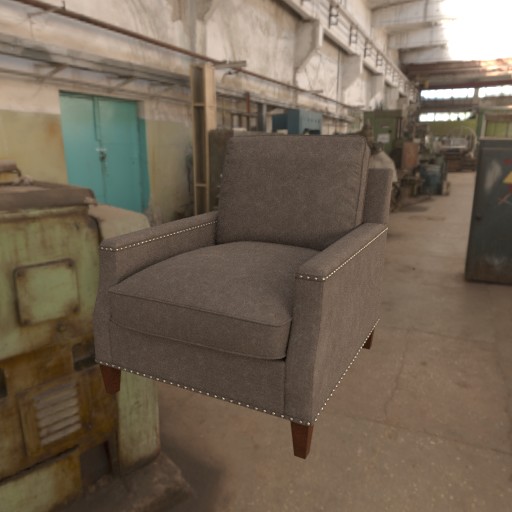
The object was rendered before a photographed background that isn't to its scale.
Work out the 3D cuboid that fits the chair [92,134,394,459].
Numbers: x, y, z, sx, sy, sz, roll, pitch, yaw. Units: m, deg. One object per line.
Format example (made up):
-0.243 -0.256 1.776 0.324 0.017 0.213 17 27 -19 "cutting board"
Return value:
0.000 0.000 1.770 0.853 0.948 1.014 7 16 26 "chair"
